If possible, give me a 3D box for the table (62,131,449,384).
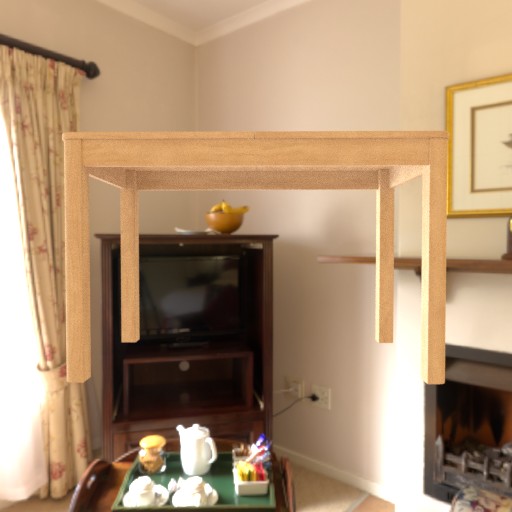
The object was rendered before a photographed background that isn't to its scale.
[{"bbox_3d":[0.000,0.000,1.951,1.400,0.900,0.750,0,2,1],"label":"table"}]
